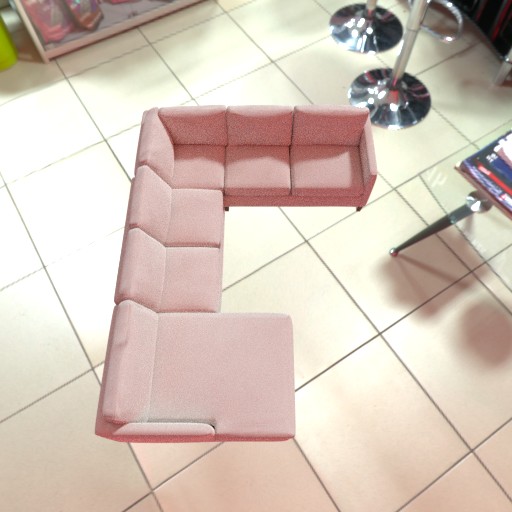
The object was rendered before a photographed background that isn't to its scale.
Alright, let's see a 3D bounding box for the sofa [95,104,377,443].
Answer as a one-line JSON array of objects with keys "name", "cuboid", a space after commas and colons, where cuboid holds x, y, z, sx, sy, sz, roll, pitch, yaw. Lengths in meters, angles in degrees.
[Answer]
[{"name": "sofa", "cuboid": [0.000, 0.000, 4.468, 2.593, 0.956, 3.459, 0, 64, 0]}]
